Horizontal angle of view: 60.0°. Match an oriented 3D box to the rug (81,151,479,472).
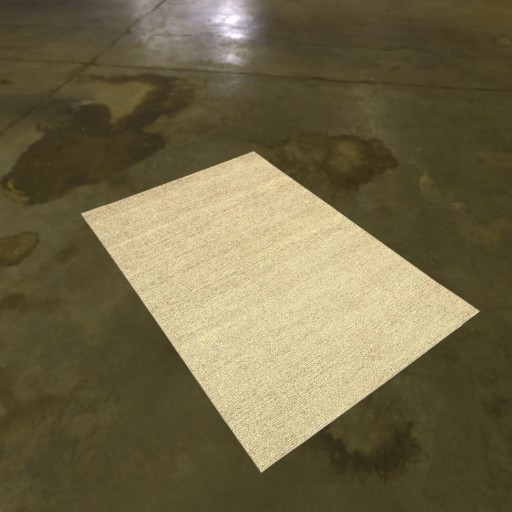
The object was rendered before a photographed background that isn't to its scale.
[{"bbox_3d":[0.000,0.000,2.995,1.609,0.030,2.342,-25,48,-25],"label":"rug"}]
